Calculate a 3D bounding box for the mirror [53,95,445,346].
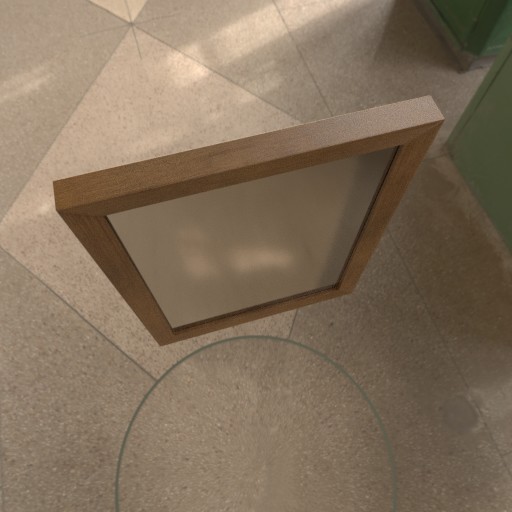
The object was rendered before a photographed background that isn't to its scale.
[{"bbox_3d":[0.000,0.000,0.679,0.405,0.508,0.041,-15,65,-7],"label":"mirror"}]
